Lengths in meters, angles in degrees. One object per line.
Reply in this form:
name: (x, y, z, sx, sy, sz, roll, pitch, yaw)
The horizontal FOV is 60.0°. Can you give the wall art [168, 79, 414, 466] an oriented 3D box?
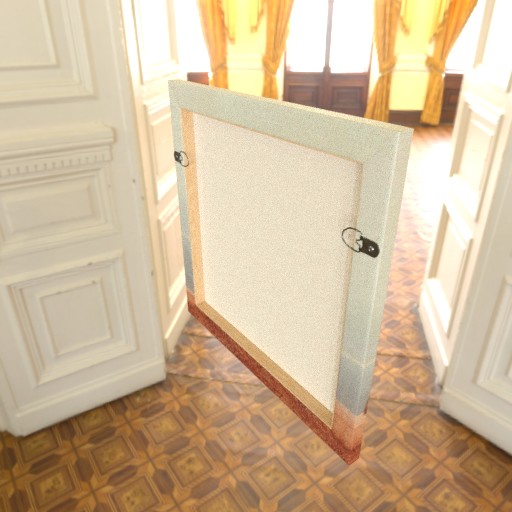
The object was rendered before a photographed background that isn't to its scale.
wall art: (0.000, 0.000, 0.595, 0.023, 0.405, 0.405, -19, 34, -32)
